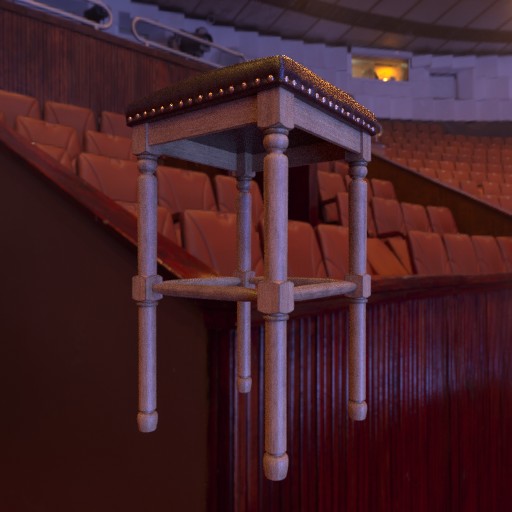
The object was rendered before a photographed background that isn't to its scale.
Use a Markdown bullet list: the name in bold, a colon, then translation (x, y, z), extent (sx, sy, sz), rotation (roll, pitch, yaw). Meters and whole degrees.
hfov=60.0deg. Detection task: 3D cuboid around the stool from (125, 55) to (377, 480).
- **stool**: translation (0.000, 0.000, 0.929), extent (0.383, 0.702, 0.382), rotation (0, 0, 37)
